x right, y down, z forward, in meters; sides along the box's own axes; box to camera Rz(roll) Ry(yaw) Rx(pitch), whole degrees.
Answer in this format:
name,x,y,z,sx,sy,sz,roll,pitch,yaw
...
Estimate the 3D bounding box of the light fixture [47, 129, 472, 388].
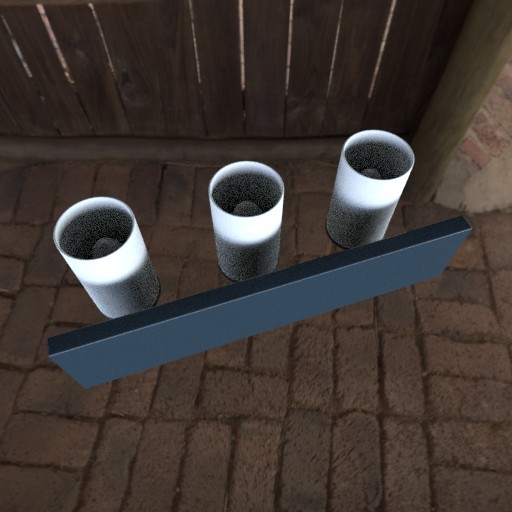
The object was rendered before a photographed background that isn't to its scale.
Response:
name,x,y,z,sx,sy,sz,roll,pitch,yaw
light fixture,0.000,0.000,0.523,0.451,0.172,0.145,-16,59,-10
